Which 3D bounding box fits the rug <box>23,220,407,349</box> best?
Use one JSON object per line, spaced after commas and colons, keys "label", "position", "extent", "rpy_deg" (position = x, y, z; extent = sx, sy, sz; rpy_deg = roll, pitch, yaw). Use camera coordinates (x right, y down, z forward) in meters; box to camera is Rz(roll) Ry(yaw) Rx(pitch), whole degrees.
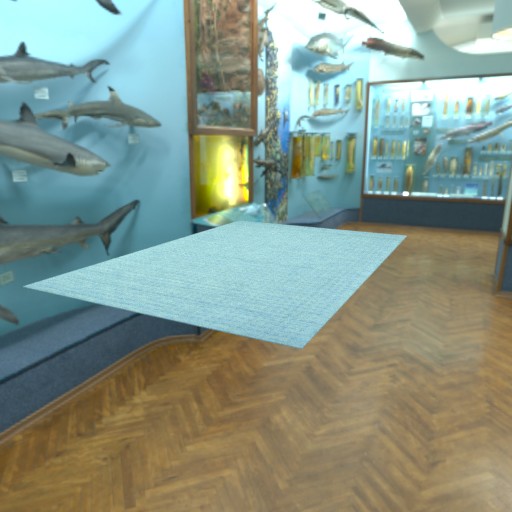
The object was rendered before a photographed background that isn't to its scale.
{"label": "rug", "position": [0.000, 0.000, 3.740], "extent": [1.982, 0.006, 2.895], "rpy_deg": [7, 16, 27]}
